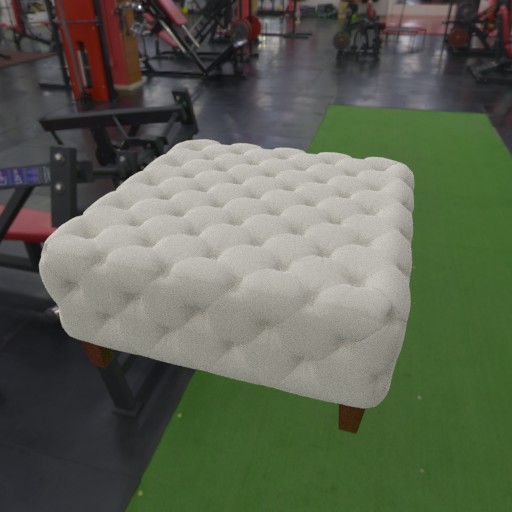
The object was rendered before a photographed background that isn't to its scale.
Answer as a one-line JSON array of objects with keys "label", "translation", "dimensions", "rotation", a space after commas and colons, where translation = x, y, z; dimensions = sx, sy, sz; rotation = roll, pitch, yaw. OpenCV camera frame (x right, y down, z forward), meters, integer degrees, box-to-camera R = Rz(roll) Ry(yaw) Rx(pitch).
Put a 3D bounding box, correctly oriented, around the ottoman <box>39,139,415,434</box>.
[{"label": "ottoman", "translation": [0.000, 0.000, 1.188], "dimensions": [0.755, 0.376, 0.753], "rotation": [10, 34, 15]}]
